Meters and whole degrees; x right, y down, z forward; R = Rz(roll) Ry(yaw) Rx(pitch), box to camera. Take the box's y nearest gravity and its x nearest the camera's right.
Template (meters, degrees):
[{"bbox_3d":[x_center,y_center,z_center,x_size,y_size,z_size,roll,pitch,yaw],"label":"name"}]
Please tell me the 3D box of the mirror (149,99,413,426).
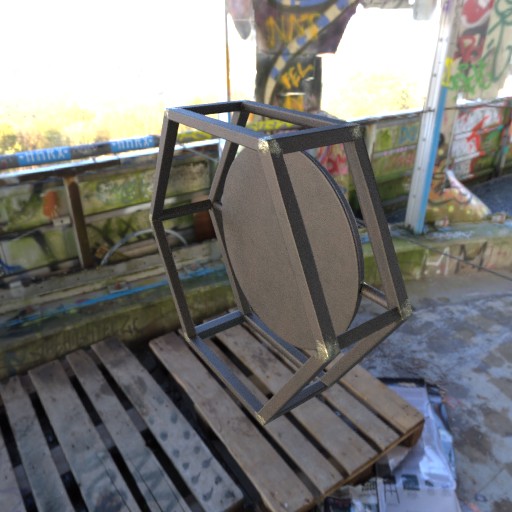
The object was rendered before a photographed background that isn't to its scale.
[{"bbox_3d":[0.000,0.000,0.544,0.119,0.334,0.380,-18,33,-31],"label":"mirror"}]
